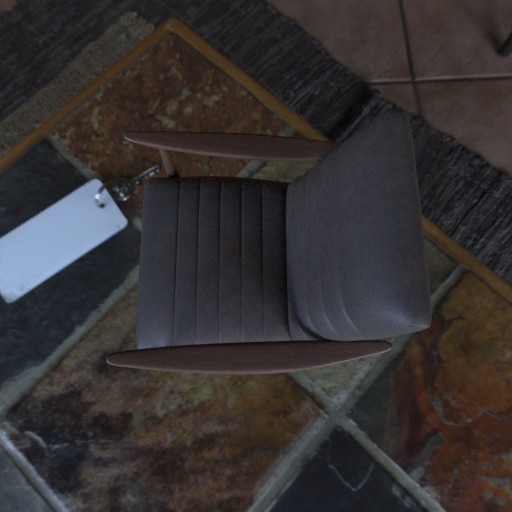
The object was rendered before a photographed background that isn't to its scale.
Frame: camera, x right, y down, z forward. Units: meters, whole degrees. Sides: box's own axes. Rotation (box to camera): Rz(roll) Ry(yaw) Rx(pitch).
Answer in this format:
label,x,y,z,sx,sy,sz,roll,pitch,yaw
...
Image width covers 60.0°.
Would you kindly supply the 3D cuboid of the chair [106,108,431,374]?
label,x,y,z,sx,sy,sz,roll,pitch,yaw
chair,0.000,0.000,1.437,0.798,0.831,0.741,0,75,0
